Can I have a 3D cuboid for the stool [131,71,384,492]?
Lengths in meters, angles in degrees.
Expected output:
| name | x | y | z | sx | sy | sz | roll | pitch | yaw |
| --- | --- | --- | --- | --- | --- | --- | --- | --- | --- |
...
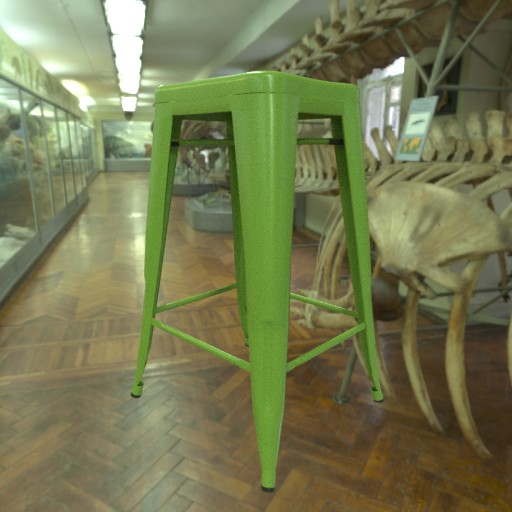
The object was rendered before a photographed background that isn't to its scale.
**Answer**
| name | x | y | z | sx | sy | sz | roll | pitch | yaw |
| --- | --- | --- | --- | --- | --- | --- | --- | --- | --- |
| stool | 0.000 | 0.000 | 0.846 | 0.398 | 0.609 | 0.358 | 13 | 19 | 42 |
